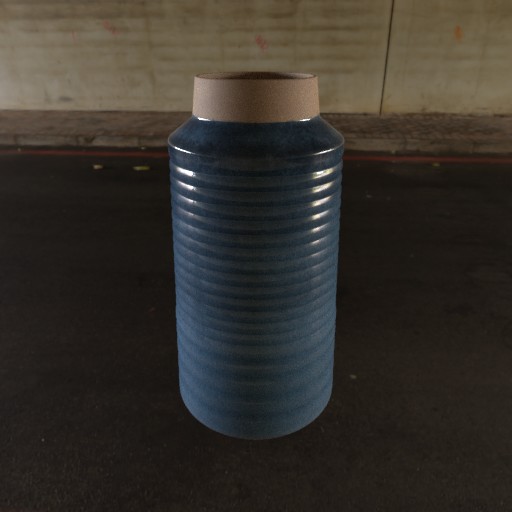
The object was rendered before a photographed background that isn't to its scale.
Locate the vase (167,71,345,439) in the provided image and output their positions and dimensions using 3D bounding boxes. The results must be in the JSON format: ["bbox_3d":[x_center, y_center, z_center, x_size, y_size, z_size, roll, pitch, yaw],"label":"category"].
[{"bbox_3d":[0.000,0.000,0.417,0.163,0.316,0.163,0,26,0],"label":"vase"}]
